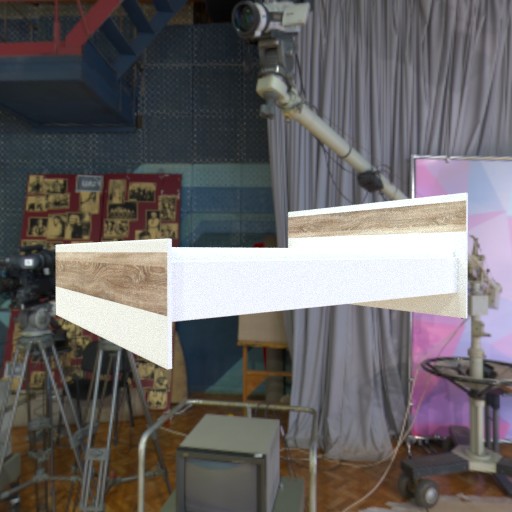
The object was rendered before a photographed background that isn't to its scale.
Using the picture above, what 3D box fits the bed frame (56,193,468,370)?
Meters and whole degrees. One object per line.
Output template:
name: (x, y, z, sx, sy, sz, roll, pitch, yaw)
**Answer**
bed frame: (0.000, 0.000, 2.885, 2.060, 0.800, 1.720, 0, 1, -36)
